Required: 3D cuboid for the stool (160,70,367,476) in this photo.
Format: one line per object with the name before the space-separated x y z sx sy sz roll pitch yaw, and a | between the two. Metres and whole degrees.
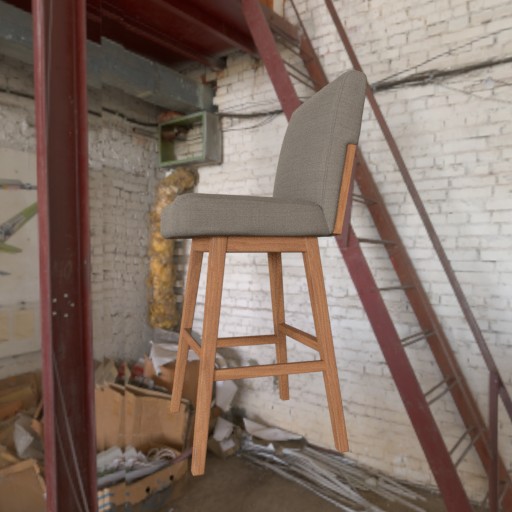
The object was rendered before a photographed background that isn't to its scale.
stool | 0.000 0.000 1.422 0.570 1.112 0.483 0 1 -18
